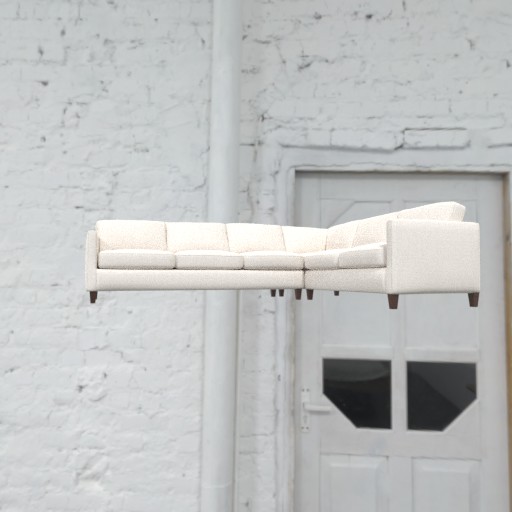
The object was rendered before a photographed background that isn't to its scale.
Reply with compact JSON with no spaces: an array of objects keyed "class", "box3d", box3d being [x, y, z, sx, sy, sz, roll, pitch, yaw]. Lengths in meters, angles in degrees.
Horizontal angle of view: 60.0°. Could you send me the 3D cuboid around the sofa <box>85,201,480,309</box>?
[{"class":"sofa","box3d":[0.000,0.000,4.519,3.302,0.947,2.593,1,-3,-19]}]
